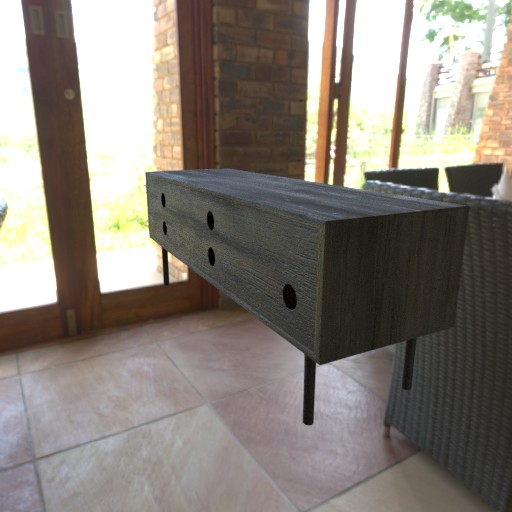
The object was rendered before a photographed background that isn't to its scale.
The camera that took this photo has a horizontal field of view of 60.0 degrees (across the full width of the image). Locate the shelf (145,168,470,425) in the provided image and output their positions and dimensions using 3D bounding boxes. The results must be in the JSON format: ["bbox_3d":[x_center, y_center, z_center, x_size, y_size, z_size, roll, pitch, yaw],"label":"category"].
[{"bbox_3d":[0.000,0.000,1.517,0.400,0.495,1.300,-8,17,-27],"label":"shelf"}]
